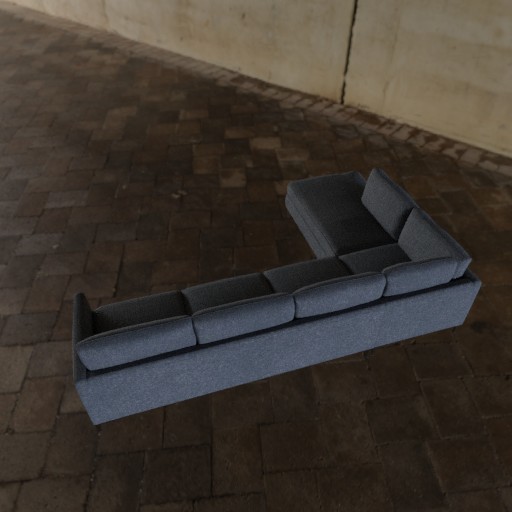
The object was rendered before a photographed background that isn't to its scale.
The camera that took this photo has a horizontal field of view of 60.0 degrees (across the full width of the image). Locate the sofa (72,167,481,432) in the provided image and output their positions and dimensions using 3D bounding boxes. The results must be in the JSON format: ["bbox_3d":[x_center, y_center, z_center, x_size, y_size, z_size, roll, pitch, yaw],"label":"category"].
[{"bbox_3d":[0.000,0.000,3.791,2.949,0.815,2.007,-12,43,-13],"label":"sofa"}]
